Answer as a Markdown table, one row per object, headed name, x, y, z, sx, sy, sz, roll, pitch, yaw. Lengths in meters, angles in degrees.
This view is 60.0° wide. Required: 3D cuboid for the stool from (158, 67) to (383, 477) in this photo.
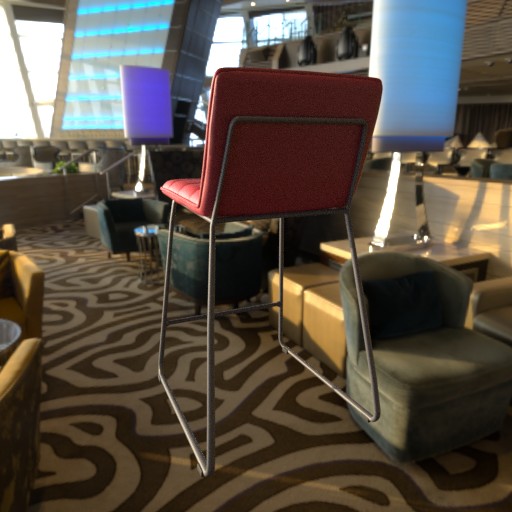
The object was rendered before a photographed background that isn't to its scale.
| name | x | y | z | sx | sy | sz | roll | pitch | yaw |
| --- | --- | --- | --- | --- | --- | --- | --- | --- | --- |
| stool | 0.000 | 0.000 | 1.189 | 0.489 | 0.866 | 0.524 | -7 | 16 | -24 |
